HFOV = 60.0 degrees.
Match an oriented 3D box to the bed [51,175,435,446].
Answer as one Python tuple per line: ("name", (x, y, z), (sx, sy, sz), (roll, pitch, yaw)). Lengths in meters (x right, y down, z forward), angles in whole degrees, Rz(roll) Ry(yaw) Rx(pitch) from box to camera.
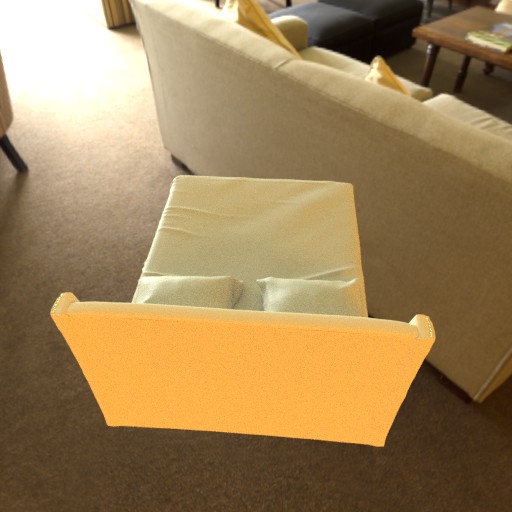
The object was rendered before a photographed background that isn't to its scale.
("bed", (0.000, 0.000, 3.402), (1.925, 1.332, 2.276), (3, 45, 3))
